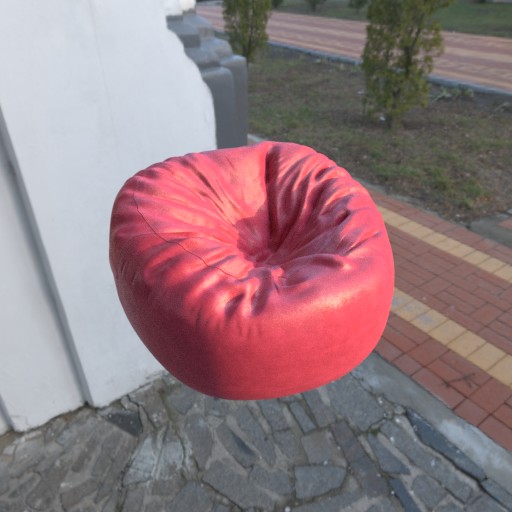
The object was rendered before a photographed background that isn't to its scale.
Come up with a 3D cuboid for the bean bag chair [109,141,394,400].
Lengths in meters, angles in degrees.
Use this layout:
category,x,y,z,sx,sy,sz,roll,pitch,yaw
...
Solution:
category,x,y,z,sx,sy,sz,roll,pitch,yaw
bean bag chair,0.000,0.000,2.447,1.524,0.878,1.524,-11,35,-17
